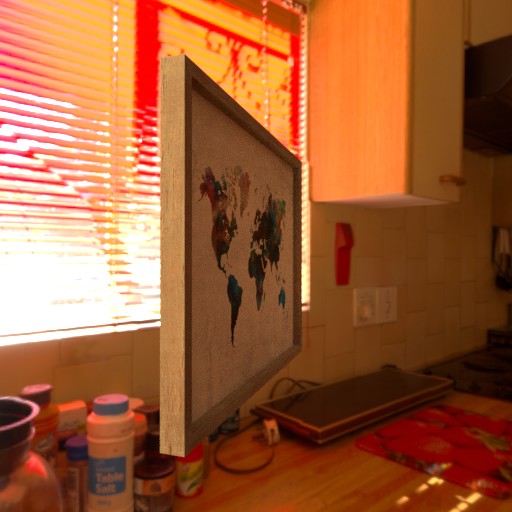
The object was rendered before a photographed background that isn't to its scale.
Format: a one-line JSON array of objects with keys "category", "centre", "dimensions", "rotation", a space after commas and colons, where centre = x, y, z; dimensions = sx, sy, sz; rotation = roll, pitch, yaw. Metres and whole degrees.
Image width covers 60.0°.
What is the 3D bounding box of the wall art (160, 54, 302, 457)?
[{"category": "wall art", "centre": [0.000, 0.000, 1.745], "dimensions": [0.070, 1.009, 1.320], "rotation": [0, 0, 19]}]
